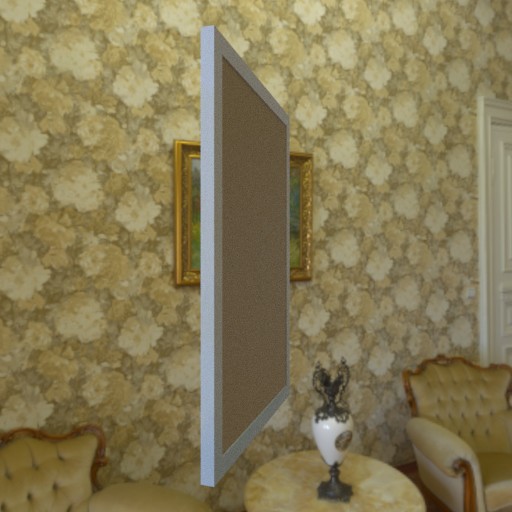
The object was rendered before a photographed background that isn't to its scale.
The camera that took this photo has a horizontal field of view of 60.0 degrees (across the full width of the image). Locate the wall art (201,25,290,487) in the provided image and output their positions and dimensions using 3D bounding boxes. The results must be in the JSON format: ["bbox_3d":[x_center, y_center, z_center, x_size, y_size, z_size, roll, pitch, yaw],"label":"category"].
[{"bbox_3d":[0.000,0.000,1.464,0.038,1.143,0.764,0,0,18],"label":"wall art"}]
